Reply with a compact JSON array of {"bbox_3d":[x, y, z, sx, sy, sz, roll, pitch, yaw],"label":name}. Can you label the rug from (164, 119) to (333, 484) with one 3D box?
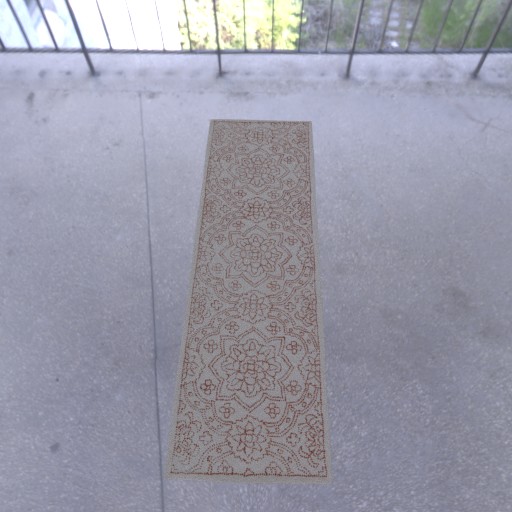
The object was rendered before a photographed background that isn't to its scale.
[{"bbox_3d":[0.000,0.000,2.667,0.769,0.012,2.448,1,57,1],"label":"rug"}]
